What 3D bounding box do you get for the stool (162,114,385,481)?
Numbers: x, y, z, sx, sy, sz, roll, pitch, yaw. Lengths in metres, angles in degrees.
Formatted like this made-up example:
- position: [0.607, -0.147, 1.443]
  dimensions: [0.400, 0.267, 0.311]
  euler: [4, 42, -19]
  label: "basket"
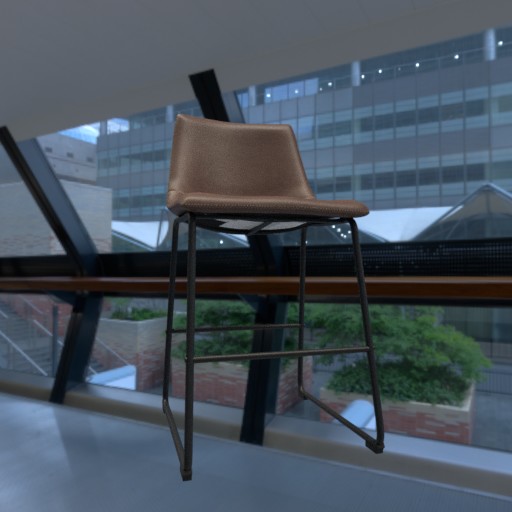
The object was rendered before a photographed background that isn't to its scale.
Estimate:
- position: [0.000, 0.000, 1.188]
  dimensions: [0.460, 0.890, 0.550]
  euler: [0, -1, -17]
  label: "stool"
